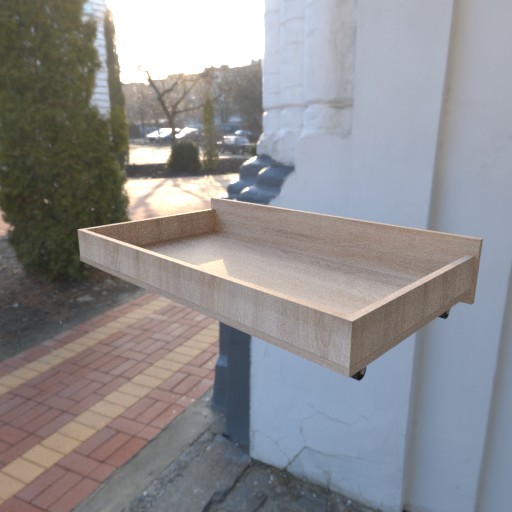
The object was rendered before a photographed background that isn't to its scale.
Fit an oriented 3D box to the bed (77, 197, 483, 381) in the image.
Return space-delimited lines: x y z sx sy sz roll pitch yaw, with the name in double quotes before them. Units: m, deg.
"bed" 0.000 0.000 1.492 1.200 0.209 0.685 15 21 42
